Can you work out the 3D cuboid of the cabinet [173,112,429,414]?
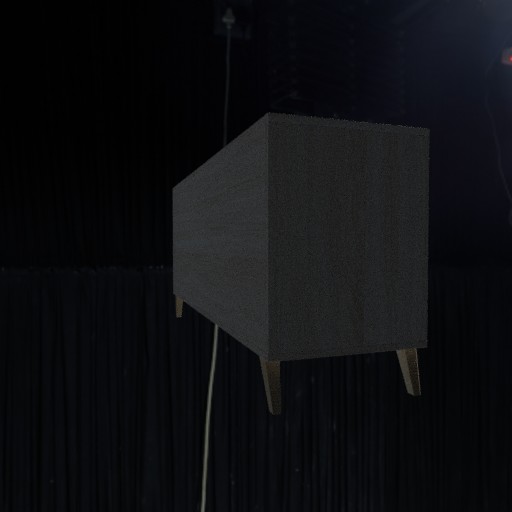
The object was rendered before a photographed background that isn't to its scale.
[{"bbox_3d":[0.000,0.000,1.997,0.500,0.780,1.649,-1,2,-19],"label":"cabinet"}]
